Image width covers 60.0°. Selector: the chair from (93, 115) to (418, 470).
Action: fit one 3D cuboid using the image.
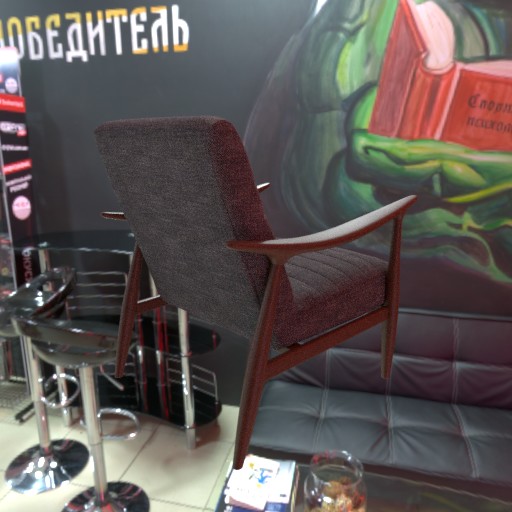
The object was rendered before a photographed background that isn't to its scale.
[{"bbox_3d":[0.000,0.000,1.437,0.798,0.832,0.741,-13,19,-42],"label":"chair"}]
